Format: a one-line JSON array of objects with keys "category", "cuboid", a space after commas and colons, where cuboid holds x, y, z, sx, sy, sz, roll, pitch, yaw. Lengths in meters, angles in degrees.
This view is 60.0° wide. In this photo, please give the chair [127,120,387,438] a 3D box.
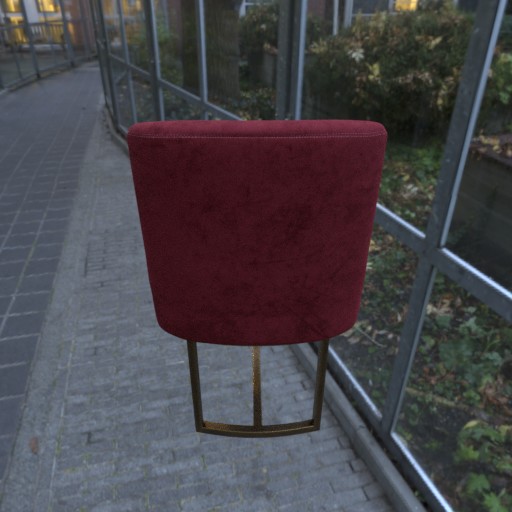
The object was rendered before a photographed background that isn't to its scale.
[{"category": "chair", "cuboid": [0.000, 0.000, 1.195, 0.530, 0.824, 0.560, 0, 30, -1]}]
